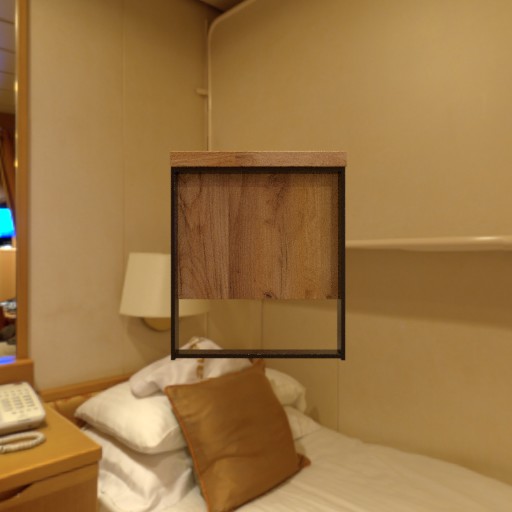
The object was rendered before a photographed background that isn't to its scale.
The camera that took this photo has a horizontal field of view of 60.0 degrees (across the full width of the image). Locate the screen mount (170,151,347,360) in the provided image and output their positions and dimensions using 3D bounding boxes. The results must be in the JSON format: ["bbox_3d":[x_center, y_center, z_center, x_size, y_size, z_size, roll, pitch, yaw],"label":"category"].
[{"bbox_3d":[0.000,0.000,1.711,0.395,0.450,1.524,0,0,0],"label":"screen mount"}]
